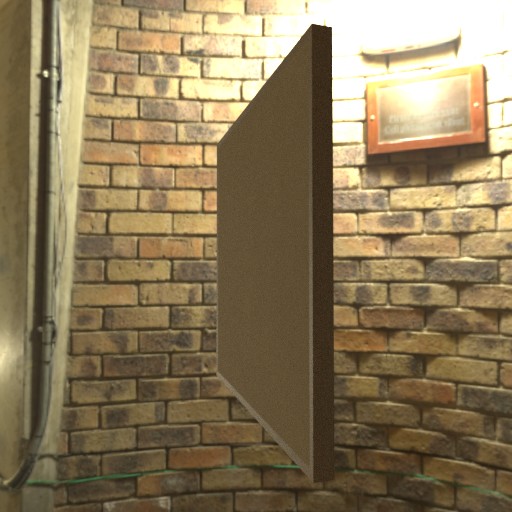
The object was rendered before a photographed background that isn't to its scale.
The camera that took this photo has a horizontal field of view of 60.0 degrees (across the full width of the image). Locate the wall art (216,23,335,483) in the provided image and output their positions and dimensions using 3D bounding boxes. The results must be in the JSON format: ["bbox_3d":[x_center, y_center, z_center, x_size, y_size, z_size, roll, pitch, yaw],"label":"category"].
[{"bbox_3d":[0.000,0.000,1.100,0.038,0.758,0.761,0,-2,-17],"label":"wall art"}]
